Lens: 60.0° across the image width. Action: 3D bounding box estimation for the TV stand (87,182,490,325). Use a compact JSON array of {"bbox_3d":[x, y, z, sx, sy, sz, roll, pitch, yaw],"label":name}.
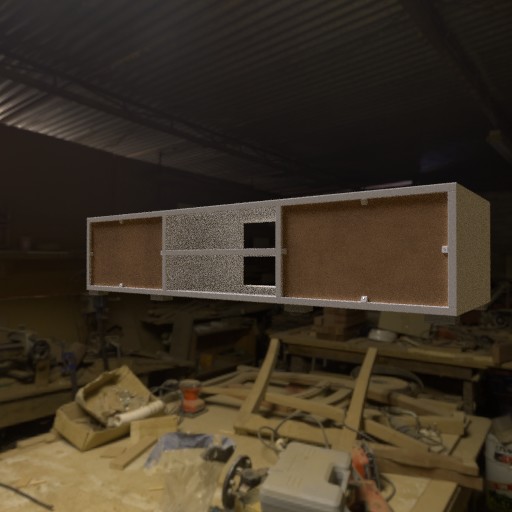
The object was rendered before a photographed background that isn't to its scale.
[{"bbox_3d":[0.000,0.000,1.548,1.400,0.310,0.420,0,-1,37],"label":"TV stand"}]
